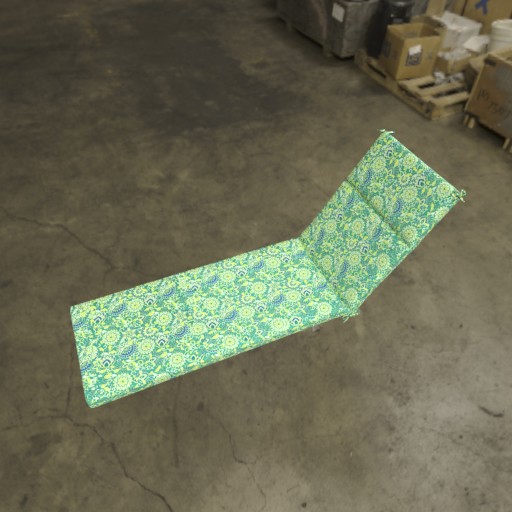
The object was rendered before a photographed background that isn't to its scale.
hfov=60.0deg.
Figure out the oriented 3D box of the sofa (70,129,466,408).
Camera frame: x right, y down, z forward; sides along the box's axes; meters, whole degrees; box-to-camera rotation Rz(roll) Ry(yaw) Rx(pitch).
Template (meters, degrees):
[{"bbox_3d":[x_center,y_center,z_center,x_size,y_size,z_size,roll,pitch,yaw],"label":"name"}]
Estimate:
[{"bbox_3d":[0.000,0.000,1.938,1.663,0.622,0.582,-17,48,-16],"label":"sofa"}]
